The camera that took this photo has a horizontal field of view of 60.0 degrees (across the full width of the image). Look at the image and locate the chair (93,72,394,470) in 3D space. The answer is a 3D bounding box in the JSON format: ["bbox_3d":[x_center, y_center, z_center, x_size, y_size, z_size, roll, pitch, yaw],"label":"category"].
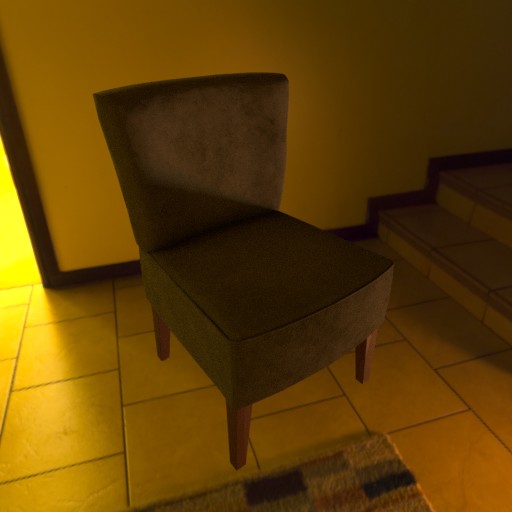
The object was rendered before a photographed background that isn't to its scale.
[{"bbox_3d":[0.000,0.000,1.133,0.521,0.806,0.554,-21,36,-32],"label":"chair"}]
